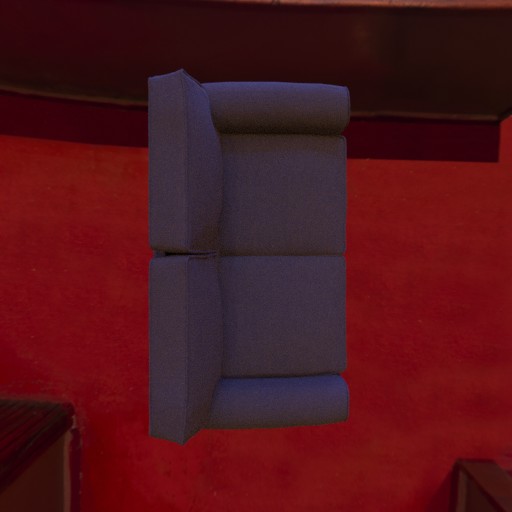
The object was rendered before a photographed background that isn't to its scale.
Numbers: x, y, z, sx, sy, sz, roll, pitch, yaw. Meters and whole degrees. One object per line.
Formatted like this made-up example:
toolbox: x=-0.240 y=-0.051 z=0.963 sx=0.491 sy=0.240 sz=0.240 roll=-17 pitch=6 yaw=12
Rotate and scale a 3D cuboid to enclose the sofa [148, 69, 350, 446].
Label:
sofa: x=0.000 y=0.000 z=2.411 sx=0.997 sy=1.059 sz=1.801 roll=0 pitch=91 yaw=0
